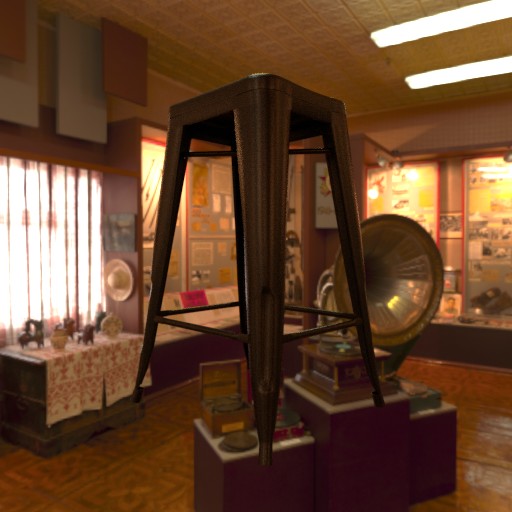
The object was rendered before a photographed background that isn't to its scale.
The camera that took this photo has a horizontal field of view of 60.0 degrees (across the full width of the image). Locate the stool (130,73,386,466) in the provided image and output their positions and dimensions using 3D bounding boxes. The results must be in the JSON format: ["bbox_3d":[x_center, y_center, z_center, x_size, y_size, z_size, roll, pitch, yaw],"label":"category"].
[{"bbox_3d":[0.000,0.000,0.903,0.455,0.609,0.423,1,2,34],"label":"stool"}]
